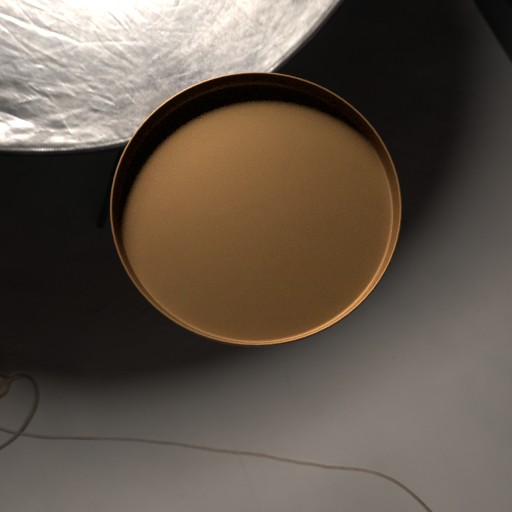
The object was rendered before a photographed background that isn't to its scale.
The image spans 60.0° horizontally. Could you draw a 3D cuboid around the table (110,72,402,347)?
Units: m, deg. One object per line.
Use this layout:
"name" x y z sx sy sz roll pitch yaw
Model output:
"table" 0.000 0.000 0.687 0.299 0.480 0.299 -22 77 -6
